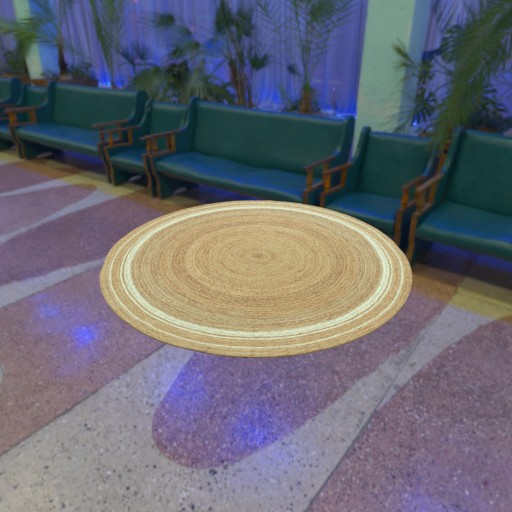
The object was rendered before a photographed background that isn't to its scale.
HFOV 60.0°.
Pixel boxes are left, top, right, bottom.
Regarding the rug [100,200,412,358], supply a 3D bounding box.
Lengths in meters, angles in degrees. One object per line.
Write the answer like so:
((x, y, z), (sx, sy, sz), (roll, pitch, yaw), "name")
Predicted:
((0.000, 0.000, 3.630), (2.444, 0.015, 2.444), (0, 29, 0), "rug")
